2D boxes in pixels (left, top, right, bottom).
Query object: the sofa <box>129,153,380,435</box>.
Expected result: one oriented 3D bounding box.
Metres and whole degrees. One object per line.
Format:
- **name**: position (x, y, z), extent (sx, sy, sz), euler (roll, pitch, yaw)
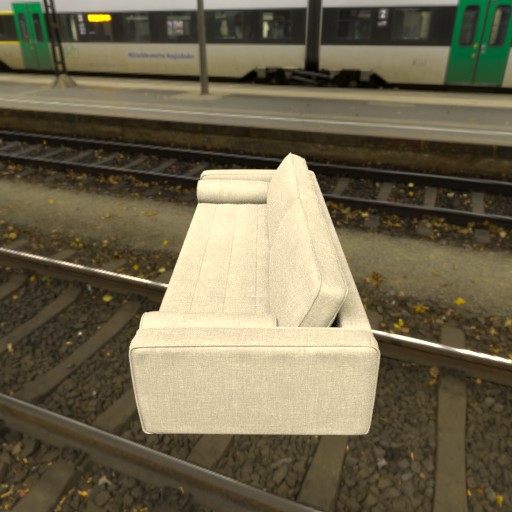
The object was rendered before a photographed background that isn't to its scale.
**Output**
- **sofa**: position (0.000, 0.000, 2.601), extent (0.914, 0.762, 2.211), euler (0, 27, 1)
